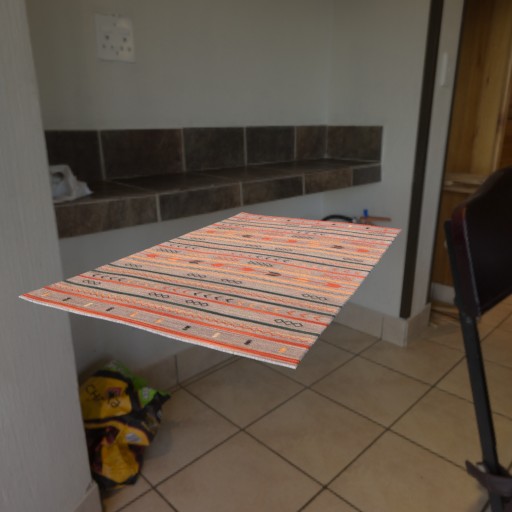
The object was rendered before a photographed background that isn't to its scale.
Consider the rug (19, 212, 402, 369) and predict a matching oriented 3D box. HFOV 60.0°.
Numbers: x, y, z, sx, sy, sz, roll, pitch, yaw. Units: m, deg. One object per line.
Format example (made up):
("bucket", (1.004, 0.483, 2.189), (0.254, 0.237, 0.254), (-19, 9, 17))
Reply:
("rug", (0.000, 0.000, 3.002), (1.537, 0.029, 2.439), (8, 19, 25))
